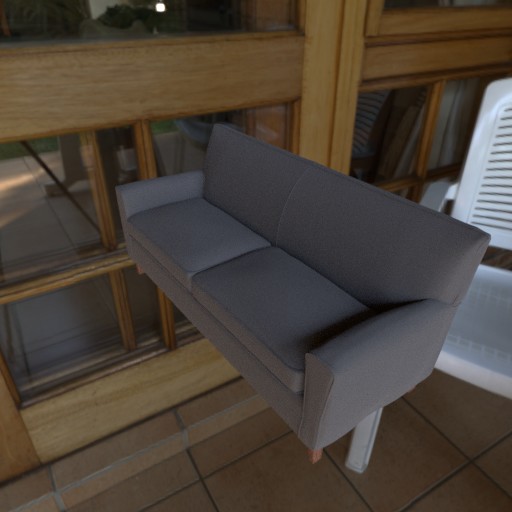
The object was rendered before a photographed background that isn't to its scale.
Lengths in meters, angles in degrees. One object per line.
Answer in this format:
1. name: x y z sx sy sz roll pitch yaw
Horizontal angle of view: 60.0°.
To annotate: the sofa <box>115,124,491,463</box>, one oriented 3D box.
1. sofa: 0.000 0.000 2.434 0.843 0.907 2.002 -21 38 -30
